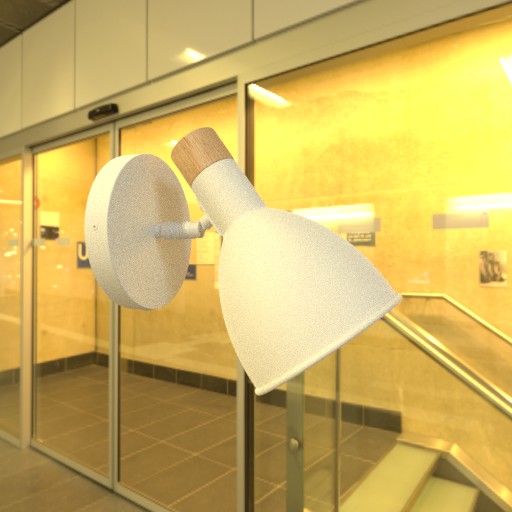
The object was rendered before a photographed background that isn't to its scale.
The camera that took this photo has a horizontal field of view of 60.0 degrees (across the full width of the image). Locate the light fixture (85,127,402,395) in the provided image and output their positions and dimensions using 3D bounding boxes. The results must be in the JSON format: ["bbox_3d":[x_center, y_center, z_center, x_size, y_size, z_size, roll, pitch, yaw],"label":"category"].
[{"bbox_3d":[0.000,0.000,0.333,0.209,0.199,0.127,0,-1,18],"label":"light fixture"}]
